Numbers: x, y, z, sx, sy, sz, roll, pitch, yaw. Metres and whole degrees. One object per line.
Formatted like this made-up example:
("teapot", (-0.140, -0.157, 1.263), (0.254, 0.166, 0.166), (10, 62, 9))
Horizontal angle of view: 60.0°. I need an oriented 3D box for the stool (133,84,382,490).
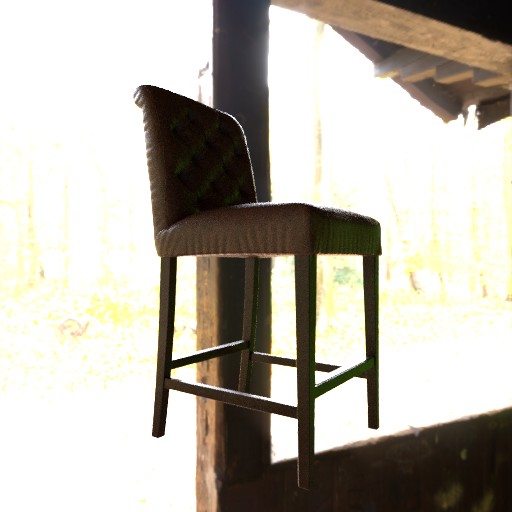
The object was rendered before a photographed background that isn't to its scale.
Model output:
("stool", (0.000, 0.000, 1.392), (0.660, 1.084, 0.486), (0, -1, 35))
